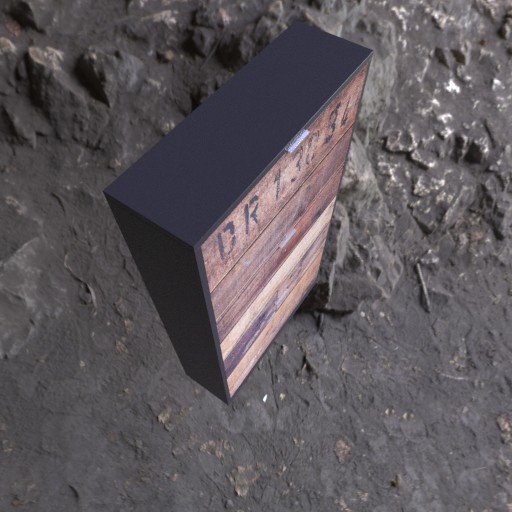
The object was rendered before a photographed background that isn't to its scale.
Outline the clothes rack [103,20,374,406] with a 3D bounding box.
[{"bbox_3d":[0.000,0.000,1.583,0.250,1.280,0.750,31,63,17],"label":"clothes rack"}]
